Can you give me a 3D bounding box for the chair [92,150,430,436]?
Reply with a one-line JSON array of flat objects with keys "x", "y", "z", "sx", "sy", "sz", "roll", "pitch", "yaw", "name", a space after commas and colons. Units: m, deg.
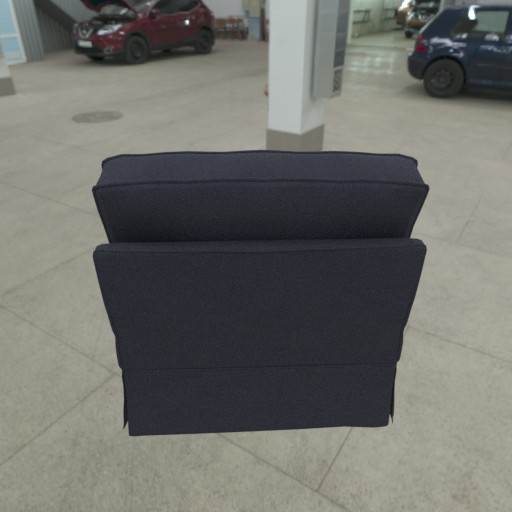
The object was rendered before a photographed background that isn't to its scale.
[{"x": 0.000, "y": 0.000, "z": 1.957, "sx": 1.119, "sy": 1.140, "sz": 1.002, "roll": -1, "pitch": 31, "yaw": -2, "name": "chair"}]
